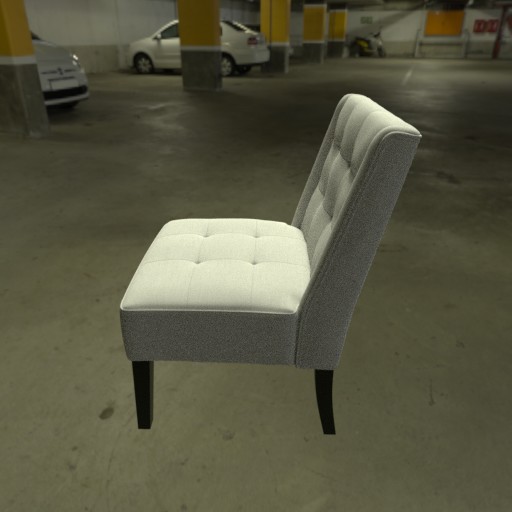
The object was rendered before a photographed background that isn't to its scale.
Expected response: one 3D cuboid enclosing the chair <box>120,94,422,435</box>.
[{"bbox_3d":[0.000,0.000,1.303,0.676,0.853,0.569,1,27,2],"label":"chair"}]
